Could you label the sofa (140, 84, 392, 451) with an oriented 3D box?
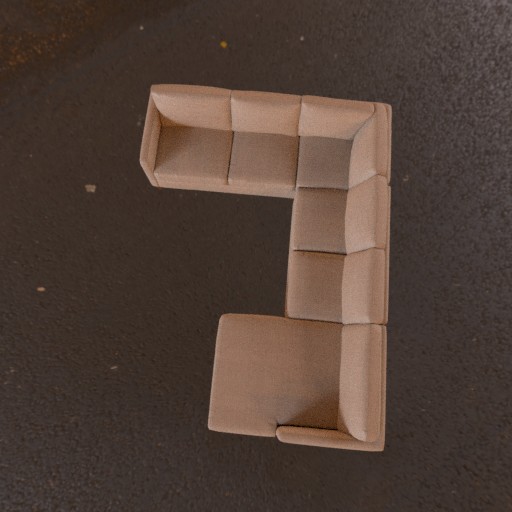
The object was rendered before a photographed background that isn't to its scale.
[{"bbox_3d":[0.000,0.000,4.537,2.594,0.961,3.460,5,76,1],"label":"sofa"}]
